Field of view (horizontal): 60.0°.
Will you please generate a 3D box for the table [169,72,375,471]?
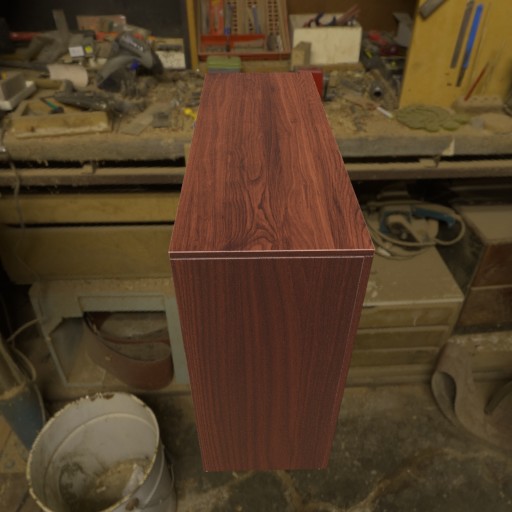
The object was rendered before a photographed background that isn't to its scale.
[{"bbox_3d":[0.000,0.000,1.346,0.380,0.790,0.930,-1,40,-1],"label":"table"}]
